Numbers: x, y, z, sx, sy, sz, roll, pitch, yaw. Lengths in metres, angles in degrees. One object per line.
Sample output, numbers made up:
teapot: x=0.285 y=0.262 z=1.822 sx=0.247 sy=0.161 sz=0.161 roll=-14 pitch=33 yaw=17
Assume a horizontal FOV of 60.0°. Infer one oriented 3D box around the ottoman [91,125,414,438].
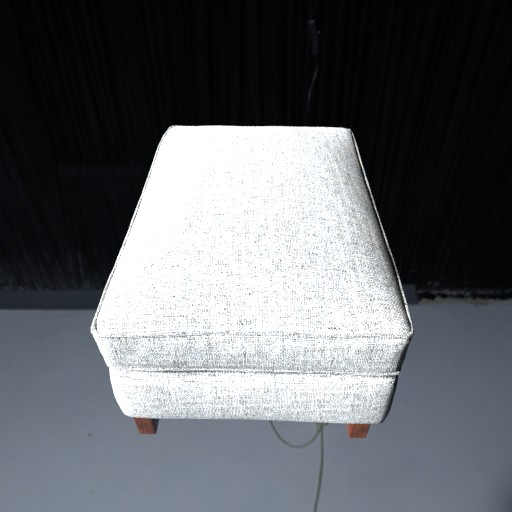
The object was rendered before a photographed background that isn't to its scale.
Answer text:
ottoman: x=0.000 y=0.000 z=0.968 sx=0.508 sy=0.406 sz=0.686 roll=1 pitch=41 yaw=1
